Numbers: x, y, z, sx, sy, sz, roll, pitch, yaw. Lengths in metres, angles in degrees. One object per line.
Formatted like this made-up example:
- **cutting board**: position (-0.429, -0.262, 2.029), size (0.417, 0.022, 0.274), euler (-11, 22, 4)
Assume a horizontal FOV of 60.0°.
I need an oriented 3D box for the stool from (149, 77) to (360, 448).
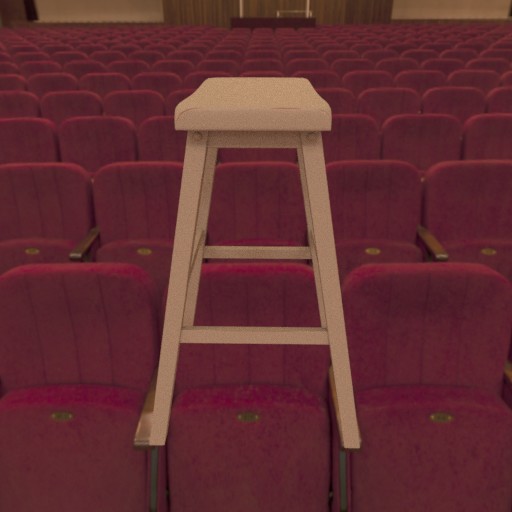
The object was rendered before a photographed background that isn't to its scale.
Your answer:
- **stool**: position (0.000, 0.000, 1.037), size (0.476, 0.737, 0.457), euler (0, 27, 1)
